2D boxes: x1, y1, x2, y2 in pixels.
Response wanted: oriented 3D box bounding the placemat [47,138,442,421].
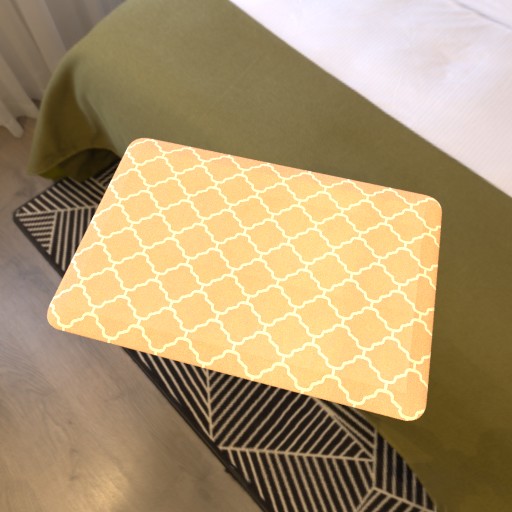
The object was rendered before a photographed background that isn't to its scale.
[{"bbox_3d":[0.000,0.000,0.950,0.762,0.021,0.508,13,64,6],"label":"placemat"}]
